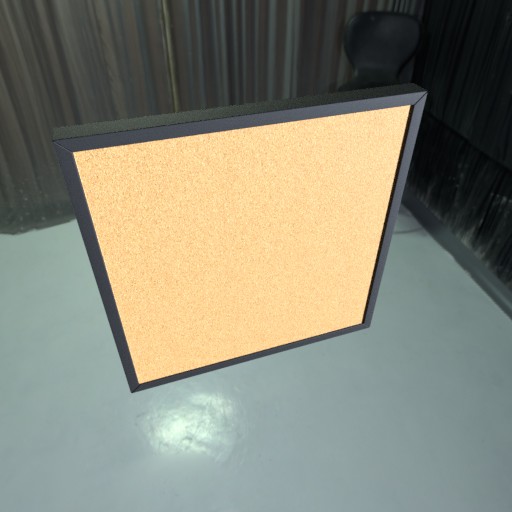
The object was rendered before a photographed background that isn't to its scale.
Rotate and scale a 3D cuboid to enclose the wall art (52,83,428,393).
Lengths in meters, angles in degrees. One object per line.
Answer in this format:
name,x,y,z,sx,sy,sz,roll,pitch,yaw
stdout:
wall art,0.000,0.000,0.747,0.508,0.508,0.037,-12,41,-14
